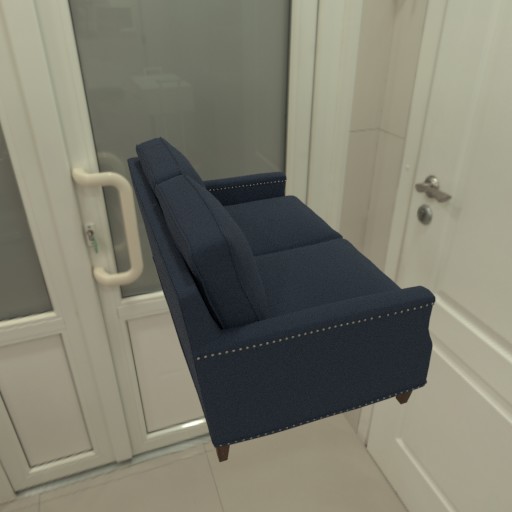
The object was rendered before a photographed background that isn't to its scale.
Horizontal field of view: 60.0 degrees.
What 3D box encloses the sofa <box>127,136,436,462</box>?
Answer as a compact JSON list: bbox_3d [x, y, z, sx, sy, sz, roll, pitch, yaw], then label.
[{"bbox_3d":[0.000,0.000,2.303,1.084,1.003,1.597,-10,31,-17],"label":"sofa"}]
